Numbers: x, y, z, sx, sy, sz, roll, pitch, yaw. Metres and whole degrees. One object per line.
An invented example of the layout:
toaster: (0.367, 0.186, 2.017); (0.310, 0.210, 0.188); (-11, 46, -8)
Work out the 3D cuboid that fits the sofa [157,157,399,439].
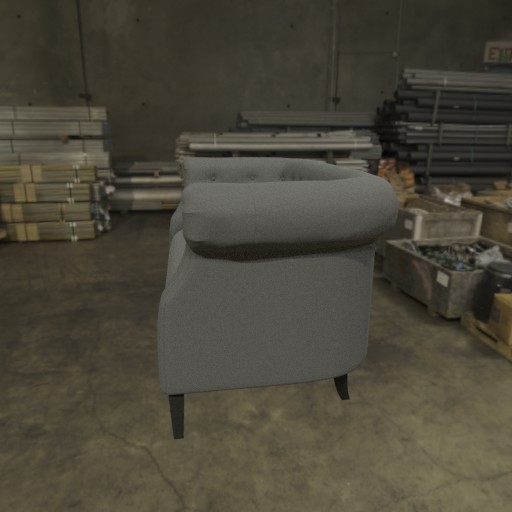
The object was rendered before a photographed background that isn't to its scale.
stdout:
sofa: (0.000, 0.000, 2.040); (0.835, 0.827, 1.558); (-2, 16, -9)
